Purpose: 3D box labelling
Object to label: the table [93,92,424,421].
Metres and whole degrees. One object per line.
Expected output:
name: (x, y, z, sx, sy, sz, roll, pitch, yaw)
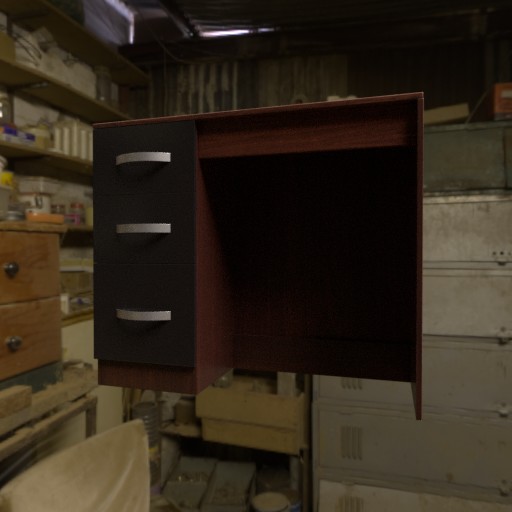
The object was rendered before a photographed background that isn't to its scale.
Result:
table: (0.000, 0.000, 1.346, 0.930, 0.790, 0.380, 0, 1, 17)
